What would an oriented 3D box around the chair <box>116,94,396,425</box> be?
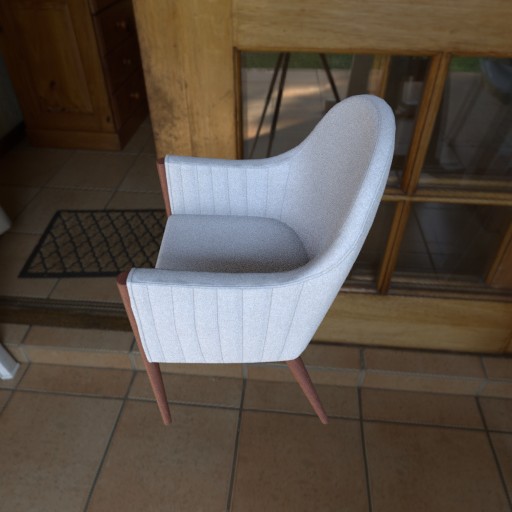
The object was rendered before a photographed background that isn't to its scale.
[{"bbox_3d":[0.000,0.000,1.288,0.620,0.889,0.610,0,40,0],"label":"chair"}]
